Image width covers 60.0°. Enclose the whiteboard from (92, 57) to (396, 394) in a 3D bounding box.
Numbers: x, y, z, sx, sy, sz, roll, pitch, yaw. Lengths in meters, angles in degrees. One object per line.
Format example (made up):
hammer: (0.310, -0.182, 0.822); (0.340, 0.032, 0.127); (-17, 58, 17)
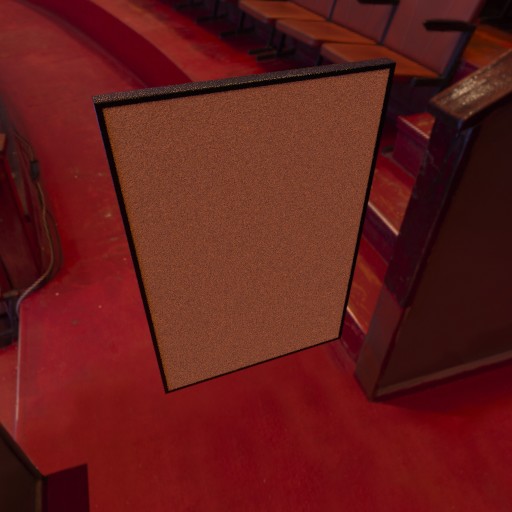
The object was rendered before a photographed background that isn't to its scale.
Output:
whiteboard: (0.000, 0.000, 0.769); (0.406, 0.611, 0.026); (-14, 43, -15)
